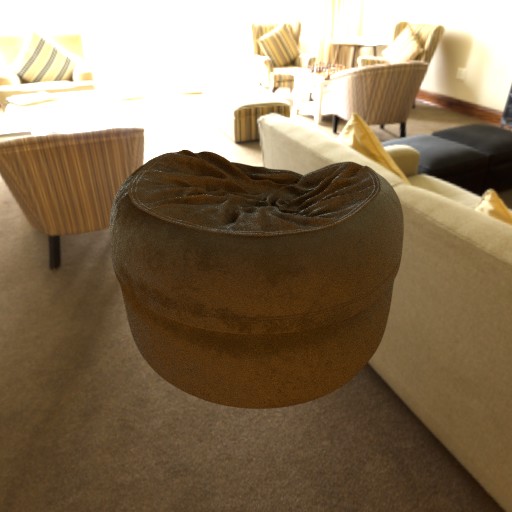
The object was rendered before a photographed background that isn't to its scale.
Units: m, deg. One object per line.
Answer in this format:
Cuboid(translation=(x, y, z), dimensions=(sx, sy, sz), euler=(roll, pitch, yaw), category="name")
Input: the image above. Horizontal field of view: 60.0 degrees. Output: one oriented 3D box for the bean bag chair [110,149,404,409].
Cuboid(translation=(0.000, 0.000, 1.496), dimensions=(0.918, 0.605, 0.918), euler=(0, 32, 0), category="bean bag chair")
